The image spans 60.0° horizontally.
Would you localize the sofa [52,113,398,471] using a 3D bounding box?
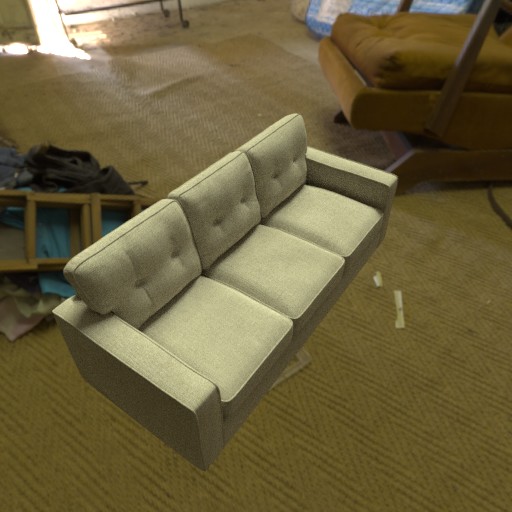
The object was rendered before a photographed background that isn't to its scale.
[{"bbox_3d":[0.000,0.000,2.675,0.939,0.965,2.133,25,48,25],"label":"sofa"}]
